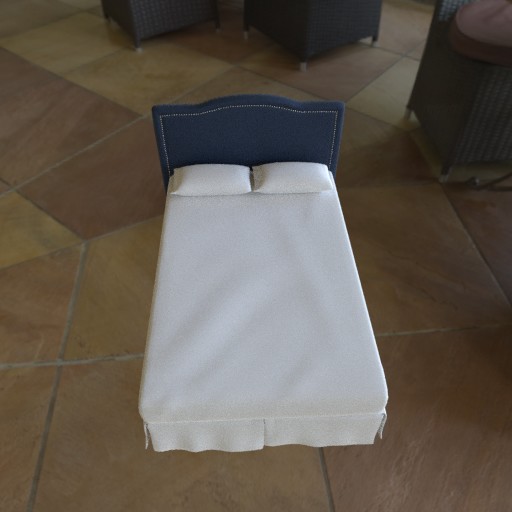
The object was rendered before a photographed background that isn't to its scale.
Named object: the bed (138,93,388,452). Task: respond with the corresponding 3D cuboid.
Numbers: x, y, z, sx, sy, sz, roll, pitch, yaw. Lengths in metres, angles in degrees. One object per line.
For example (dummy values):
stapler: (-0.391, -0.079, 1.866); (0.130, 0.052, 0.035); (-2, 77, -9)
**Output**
bed: (0.000, 0.000, 3.503); (1.741, 1.441, 2.507); (-2, 48, -2)
